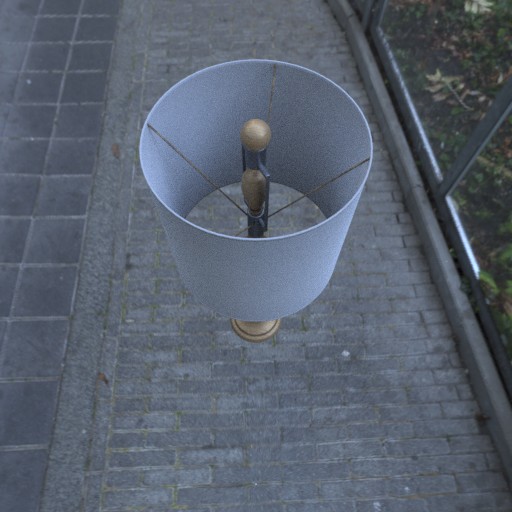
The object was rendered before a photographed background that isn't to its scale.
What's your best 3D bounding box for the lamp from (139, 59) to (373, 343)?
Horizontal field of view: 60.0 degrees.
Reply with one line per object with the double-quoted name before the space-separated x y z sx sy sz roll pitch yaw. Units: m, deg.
"lamp" 0.000 0.000 0.723 0.250 0.597 0.250 10 63 5
